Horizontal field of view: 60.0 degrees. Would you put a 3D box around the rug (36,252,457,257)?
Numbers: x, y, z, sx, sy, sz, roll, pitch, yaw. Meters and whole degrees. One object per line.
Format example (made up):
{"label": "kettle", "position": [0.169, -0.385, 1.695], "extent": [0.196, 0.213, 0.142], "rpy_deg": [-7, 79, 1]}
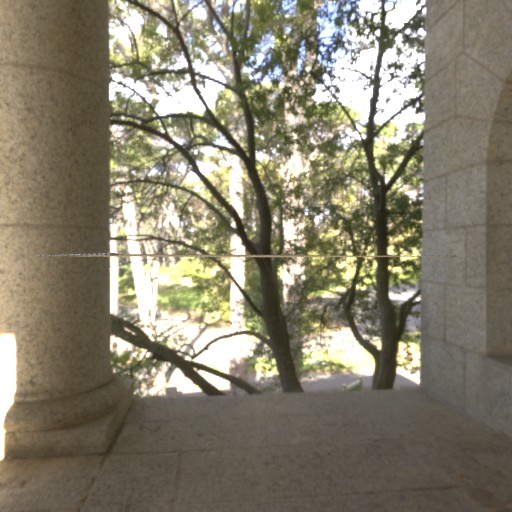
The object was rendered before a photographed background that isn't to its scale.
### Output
{"label": "rug", "position": [0.000, 0.000, 2.549], "extent": [2.108, 0.009, 1.248], "rpy_deg": [0, 0, -36]}
